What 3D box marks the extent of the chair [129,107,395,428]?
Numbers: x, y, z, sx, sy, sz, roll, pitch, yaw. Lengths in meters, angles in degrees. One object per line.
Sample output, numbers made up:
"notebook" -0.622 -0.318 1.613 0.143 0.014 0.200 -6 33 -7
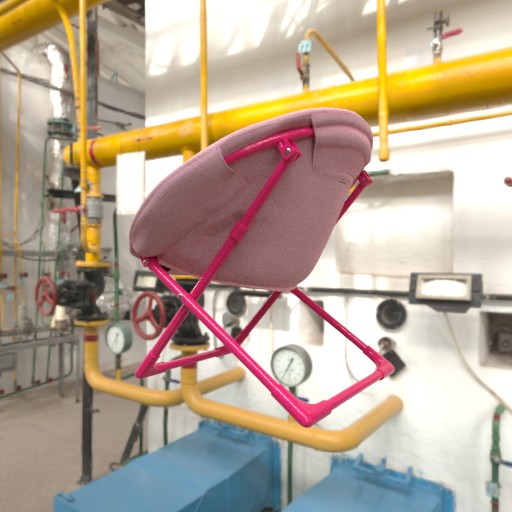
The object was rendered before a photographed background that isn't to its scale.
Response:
"chair" 0.000 0.000 0.909 0.459 0.494 0.522 0 0 35
